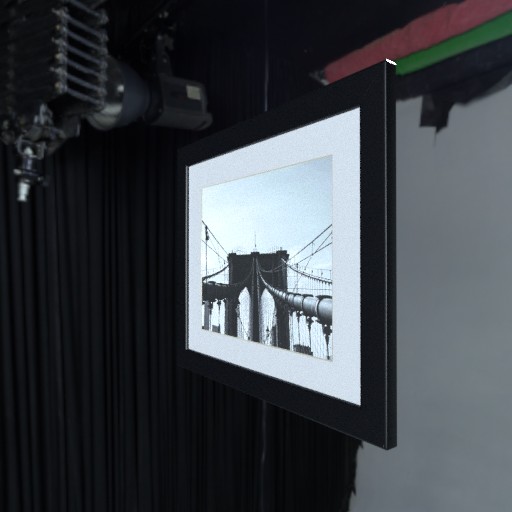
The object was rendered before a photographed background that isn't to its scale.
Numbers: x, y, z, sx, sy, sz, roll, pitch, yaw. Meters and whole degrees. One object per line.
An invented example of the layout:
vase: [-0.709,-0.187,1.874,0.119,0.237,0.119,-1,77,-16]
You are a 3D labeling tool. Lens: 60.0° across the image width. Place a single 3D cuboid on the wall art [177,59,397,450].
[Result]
wall art: [0.000,0.000,0.721,0.018,0.450,0.521,0,-1,-37]
